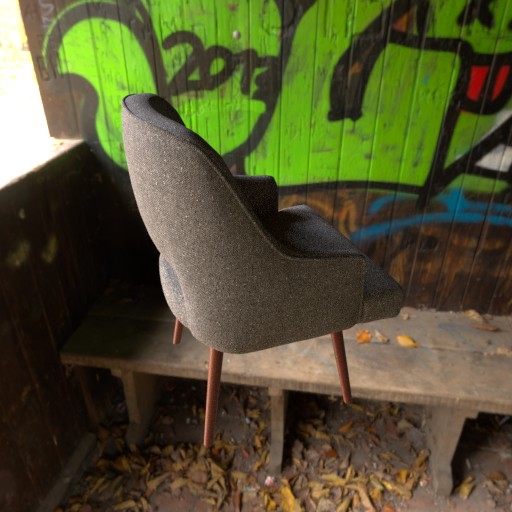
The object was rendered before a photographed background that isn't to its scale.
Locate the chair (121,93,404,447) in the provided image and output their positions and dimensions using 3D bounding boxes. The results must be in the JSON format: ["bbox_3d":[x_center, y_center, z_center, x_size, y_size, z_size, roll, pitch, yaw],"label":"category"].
[{"bbox_3d":[0.000,0.000,1.263,0.629,0.875,0.608,-10,32,-17],"label":"chair"}]
